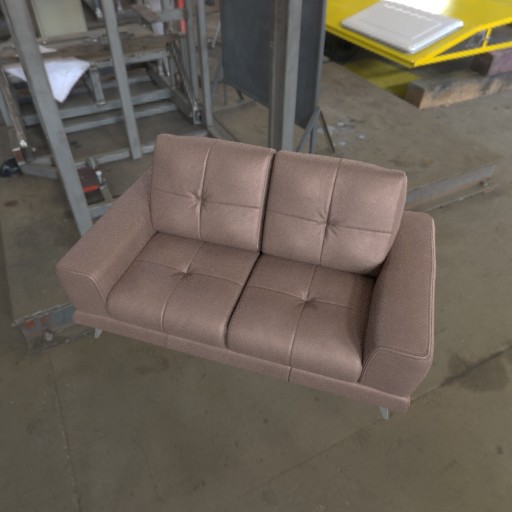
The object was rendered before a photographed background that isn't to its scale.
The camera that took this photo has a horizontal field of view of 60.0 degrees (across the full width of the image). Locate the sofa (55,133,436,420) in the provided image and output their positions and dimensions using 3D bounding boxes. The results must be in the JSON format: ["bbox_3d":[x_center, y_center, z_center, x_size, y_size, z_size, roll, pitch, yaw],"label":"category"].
[{"bbox_3d":[0.000,0.000,2.352,1.806,0.907,1.018,12,44,13],"label":"sofa"}]
